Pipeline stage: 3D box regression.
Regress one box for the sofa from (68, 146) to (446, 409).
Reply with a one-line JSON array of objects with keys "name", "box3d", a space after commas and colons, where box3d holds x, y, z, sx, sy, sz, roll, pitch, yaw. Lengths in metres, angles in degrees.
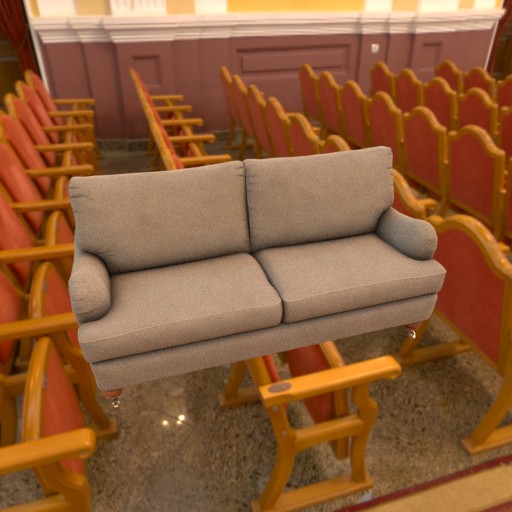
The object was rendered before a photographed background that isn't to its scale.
[{"name": "sofa", "box3d": [0.000, 0.000, 2.851, 2.193, 1.096, 1.069, -9, 33, -14]}]
